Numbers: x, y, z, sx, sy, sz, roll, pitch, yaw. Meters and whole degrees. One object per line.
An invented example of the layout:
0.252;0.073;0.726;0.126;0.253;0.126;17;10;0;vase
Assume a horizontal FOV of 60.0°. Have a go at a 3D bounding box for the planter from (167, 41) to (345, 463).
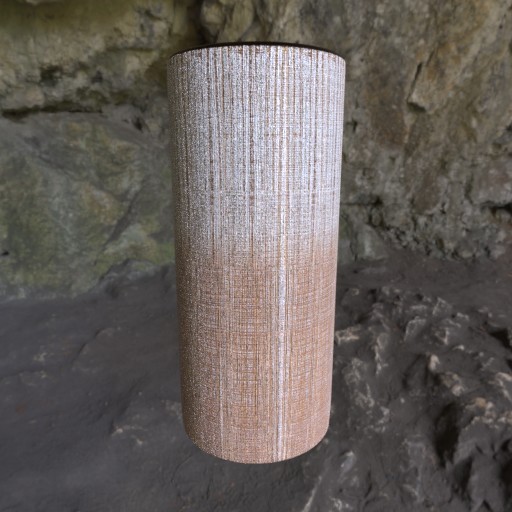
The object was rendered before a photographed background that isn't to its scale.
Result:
0.000;0.000;0.278;0.100;0.227;0.100;2;14;9;planter
